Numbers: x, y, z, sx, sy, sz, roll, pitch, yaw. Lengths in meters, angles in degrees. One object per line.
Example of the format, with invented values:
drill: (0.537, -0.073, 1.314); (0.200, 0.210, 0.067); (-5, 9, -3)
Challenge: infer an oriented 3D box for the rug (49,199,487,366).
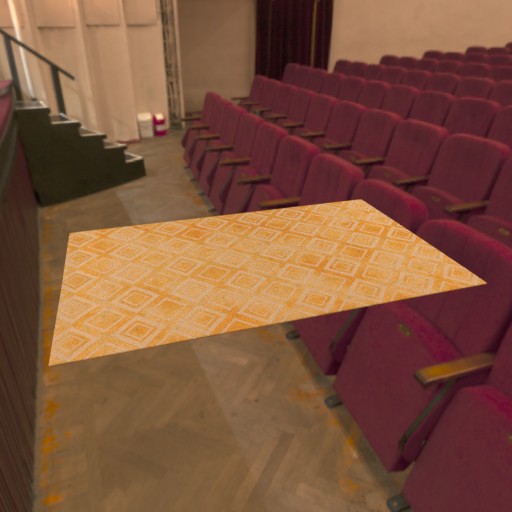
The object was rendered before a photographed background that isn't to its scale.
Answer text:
rug: (0.000, 0.000, 2.955); (2.424, 0.010, 1.511); (-8, 28, -15)
